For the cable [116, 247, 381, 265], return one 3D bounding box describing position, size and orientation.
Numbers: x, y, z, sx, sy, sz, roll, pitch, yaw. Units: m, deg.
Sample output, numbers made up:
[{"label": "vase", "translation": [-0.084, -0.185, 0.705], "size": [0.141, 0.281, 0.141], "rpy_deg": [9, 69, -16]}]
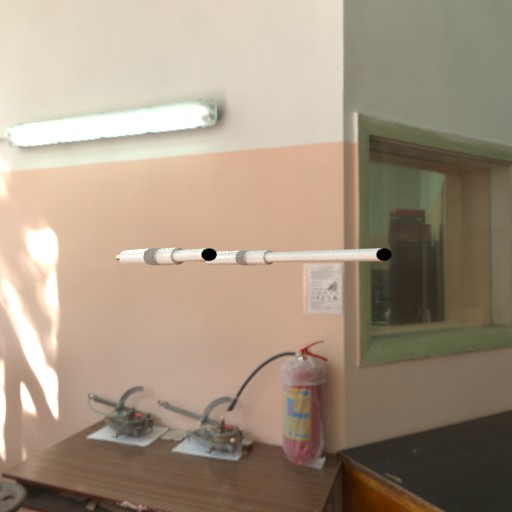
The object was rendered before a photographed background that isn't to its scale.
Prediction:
[{"label": "cable", "translation": [0.000, 0.000, 0.113], "size": [0.041, 0.005, 0.098], "rpy_deg": [1, -2, -37]}]
